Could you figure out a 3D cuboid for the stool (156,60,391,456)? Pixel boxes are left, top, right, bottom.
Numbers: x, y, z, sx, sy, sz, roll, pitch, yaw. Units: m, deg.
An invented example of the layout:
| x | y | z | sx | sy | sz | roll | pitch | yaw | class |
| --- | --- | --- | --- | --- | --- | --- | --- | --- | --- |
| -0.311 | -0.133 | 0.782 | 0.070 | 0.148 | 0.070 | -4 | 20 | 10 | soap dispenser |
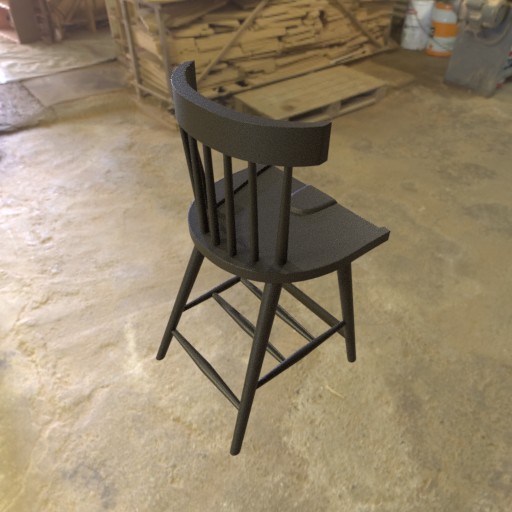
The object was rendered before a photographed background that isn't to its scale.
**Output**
| x | y | z | sx | sy | sz | roll | pitch | yaw | class |
| --- | --- | --- | --- | --- | --- | --- | --- | --- | --- |
| 0.000 | 0.000 | 1.250 | 0.549 | 0.953 | 0.494 | -28 | 48 | -29 | stool |
